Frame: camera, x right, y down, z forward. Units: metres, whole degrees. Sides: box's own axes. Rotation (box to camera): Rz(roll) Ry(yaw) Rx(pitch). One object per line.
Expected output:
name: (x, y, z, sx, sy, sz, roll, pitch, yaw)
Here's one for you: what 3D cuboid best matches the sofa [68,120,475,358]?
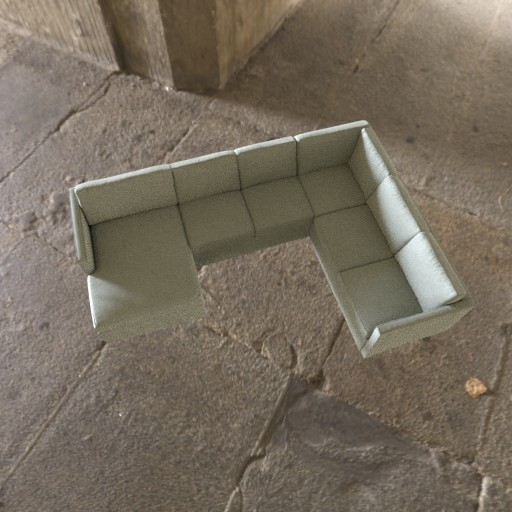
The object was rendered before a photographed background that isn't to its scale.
sofa: (0.000, 0.000, 4.536, 3.434, 0.869, 2.440, -15, 62, -8)
